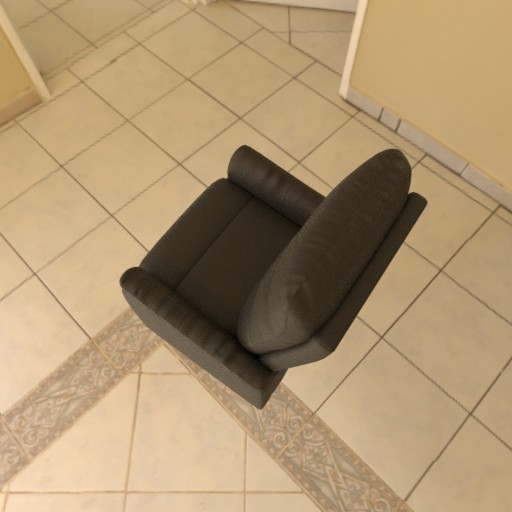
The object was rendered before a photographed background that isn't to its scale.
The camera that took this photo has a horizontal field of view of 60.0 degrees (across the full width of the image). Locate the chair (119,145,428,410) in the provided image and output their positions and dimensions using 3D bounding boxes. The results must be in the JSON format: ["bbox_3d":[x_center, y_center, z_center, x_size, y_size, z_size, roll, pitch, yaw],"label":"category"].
[{"bbox_3d":[0.000,0.000,1.626,0.831,1.082,0.775,32,68,15],"label":"chair"}]
